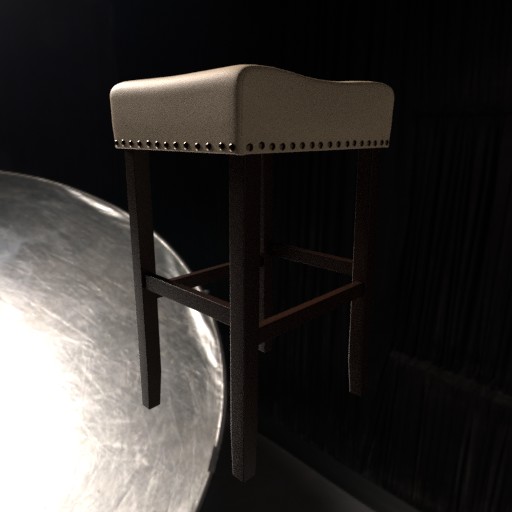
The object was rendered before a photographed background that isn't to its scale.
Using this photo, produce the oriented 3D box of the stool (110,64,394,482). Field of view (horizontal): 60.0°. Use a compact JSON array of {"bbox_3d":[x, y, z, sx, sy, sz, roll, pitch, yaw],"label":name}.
[{"bbox_3d":[0.000,0.000,1.036,0.401,0.762,0.471,15,22,42],"label":"stool"}]
